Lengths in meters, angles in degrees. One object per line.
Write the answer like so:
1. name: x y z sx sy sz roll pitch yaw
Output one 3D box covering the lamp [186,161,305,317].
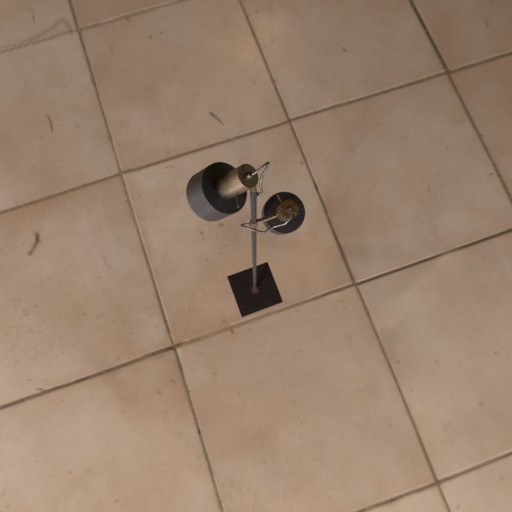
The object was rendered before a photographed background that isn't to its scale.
1. lamp: 0.000 0.000 1.653 0.315 1.505 0.233 -20 77 -5
